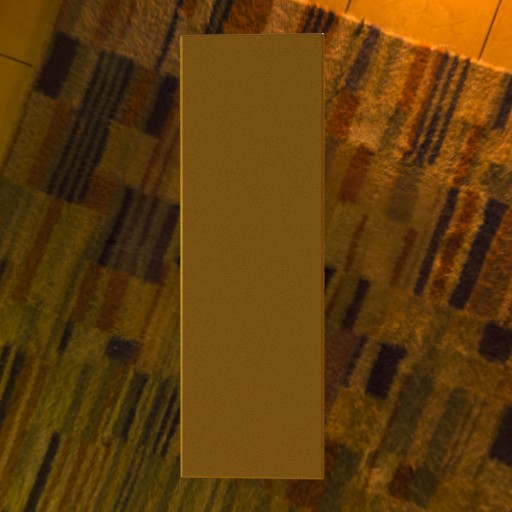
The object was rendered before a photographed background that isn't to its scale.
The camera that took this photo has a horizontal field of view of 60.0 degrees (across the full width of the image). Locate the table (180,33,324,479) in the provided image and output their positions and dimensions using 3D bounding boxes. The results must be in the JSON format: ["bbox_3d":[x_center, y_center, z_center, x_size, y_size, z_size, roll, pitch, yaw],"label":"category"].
[{"bbox_3d":[0.000,0.000,1.588,0.386,0.814,1.191,0,90,2],"label":"table"}]
